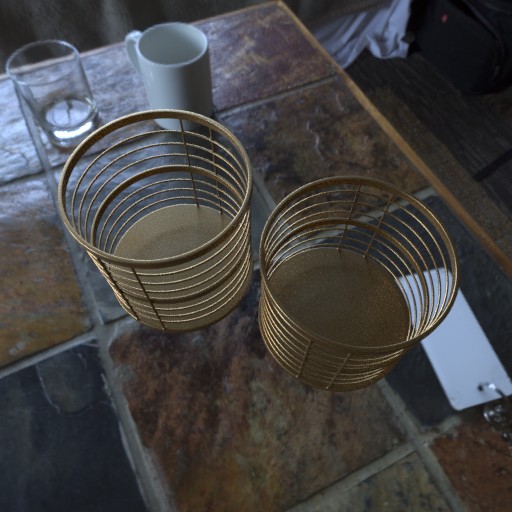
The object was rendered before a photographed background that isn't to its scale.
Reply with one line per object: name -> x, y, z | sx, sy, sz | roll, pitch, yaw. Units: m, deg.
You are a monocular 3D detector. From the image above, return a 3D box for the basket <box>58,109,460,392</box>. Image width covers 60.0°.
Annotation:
basket -> 0.000, 0.000, 0.936 | 0.746, 0.351, 0.356 | 18, 63, 9
